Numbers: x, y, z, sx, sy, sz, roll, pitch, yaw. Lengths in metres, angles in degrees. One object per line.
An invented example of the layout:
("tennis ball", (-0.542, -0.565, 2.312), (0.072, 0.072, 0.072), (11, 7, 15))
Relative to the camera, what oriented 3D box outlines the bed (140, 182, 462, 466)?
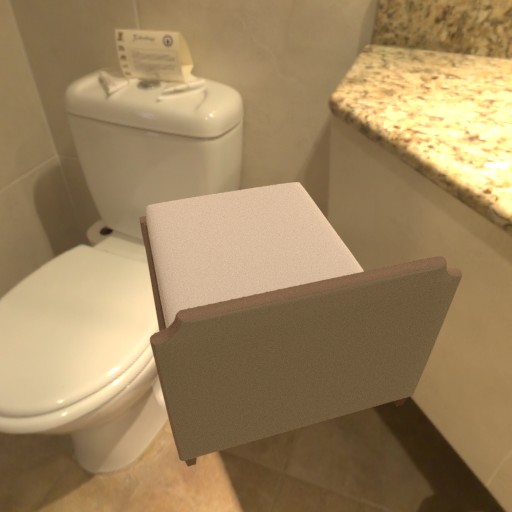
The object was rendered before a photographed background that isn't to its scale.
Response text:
("bed", (0.000, 0.000, 3.479), (1.713, 1.443, 2.372), (-11, 41, -13))
